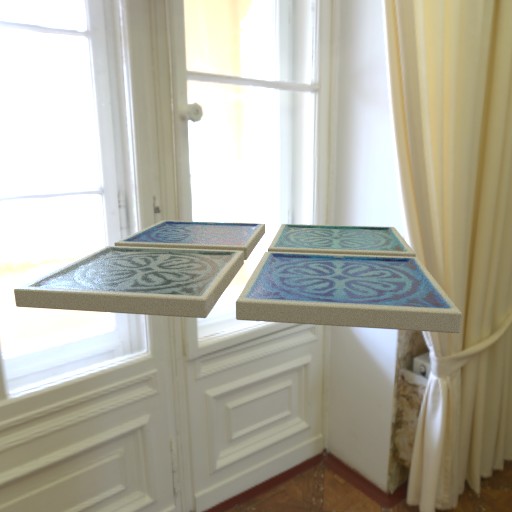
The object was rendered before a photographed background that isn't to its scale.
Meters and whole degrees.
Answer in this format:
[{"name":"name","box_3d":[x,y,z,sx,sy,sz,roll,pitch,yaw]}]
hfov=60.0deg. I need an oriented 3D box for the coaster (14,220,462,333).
[{"name":"coaster","box_3d":[0.000,0.000,0.315,0.219,0.010,0.214,2,14,9]}]
